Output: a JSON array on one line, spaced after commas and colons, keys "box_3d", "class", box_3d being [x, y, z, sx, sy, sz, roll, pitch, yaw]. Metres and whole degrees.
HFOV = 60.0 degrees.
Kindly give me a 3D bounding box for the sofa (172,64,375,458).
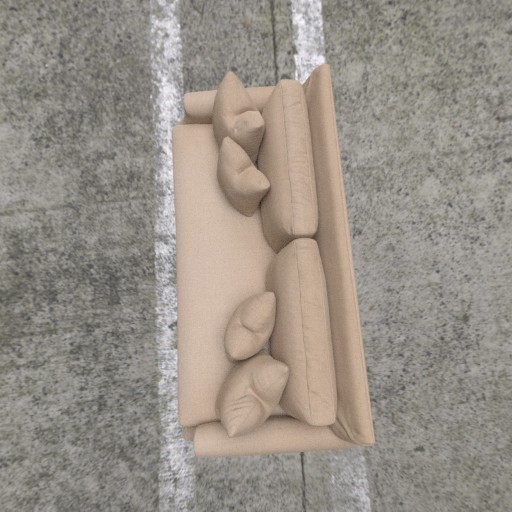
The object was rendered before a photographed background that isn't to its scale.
[{"box_3d": [0.000, 0.000, 2.769, 1.067, 0.904, 2.285, -4, 76, -1], "class": "sofa"}]
